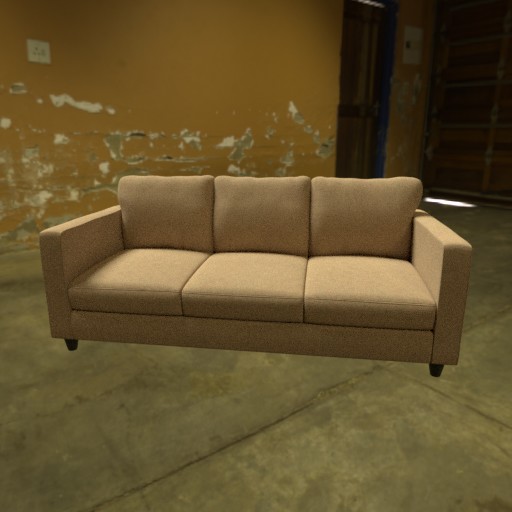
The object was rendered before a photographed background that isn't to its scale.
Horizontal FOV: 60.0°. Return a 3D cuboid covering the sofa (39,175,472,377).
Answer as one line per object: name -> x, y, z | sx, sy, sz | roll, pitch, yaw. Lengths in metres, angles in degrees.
sofa -> 0.000, 0.000, 2.338 | 1.855, 0.800, 0.930 | 2, 15, 8
